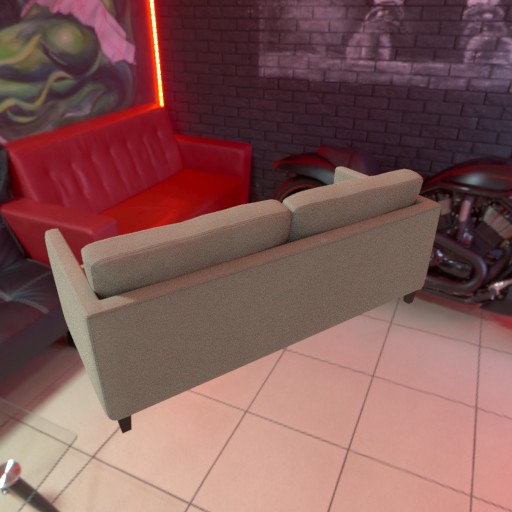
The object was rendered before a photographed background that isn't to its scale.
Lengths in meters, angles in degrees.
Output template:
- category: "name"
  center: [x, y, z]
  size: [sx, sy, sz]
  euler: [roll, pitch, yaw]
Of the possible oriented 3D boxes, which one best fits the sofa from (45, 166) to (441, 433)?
- category: "sofa"
  center: [0.000, 0.000, 2.697]
  size: [2.181, 0.932, 0.948]
  euler: [-17, 33, -28]
